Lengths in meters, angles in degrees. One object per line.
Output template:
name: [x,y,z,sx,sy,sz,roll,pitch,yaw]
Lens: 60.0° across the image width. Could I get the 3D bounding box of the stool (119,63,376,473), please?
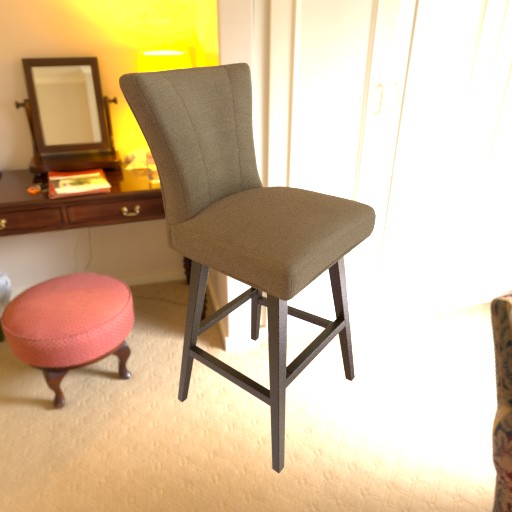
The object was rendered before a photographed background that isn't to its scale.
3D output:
stool: [0.000,0.000,1.406,0.574,1.086,0.514,19,33,32]
